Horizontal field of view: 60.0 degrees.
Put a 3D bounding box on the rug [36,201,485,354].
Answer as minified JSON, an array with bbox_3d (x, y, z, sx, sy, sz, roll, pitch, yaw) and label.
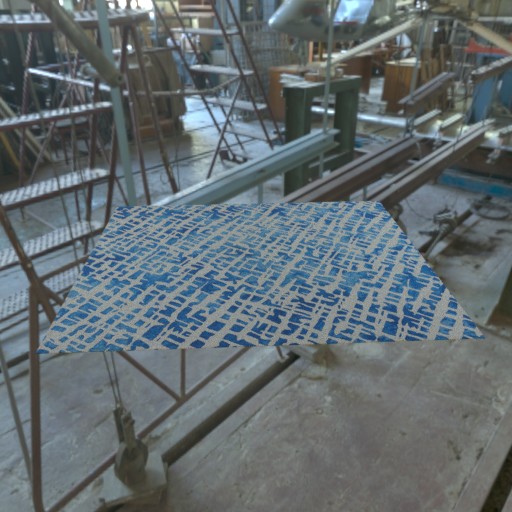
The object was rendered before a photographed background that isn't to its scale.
[{"bbox_3d":[0.000,0.000,4.011,3.007,0.007,2.435,-1,30,-3],"label":"rug"}]
